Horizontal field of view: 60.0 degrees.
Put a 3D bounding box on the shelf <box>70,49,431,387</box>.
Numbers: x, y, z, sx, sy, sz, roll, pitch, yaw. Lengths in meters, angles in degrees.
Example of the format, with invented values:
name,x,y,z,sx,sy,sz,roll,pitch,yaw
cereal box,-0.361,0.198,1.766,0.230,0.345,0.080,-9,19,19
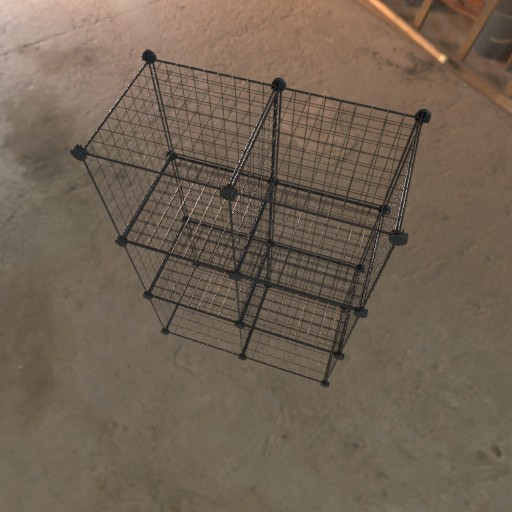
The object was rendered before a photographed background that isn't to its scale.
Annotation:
name,x,y,z,sx,sy,sz,roll,pitch,yaw
shelf,0.000,0.000,1.412,0.711,1.067,0.356,16,60,9
